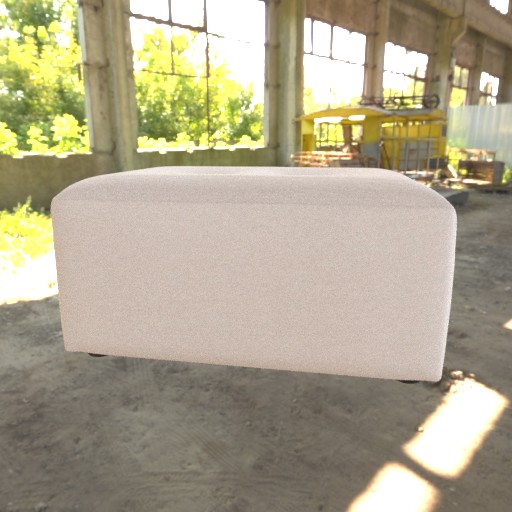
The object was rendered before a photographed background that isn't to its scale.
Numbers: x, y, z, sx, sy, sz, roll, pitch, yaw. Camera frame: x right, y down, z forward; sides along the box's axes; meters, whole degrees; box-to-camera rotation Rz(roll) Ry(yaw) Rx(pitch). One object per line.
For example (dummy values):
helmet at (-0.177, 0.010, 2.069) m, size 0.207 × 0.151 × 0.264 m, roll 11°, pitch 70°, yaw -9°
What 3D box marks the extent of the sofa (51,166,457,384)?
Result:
sofa at (0.000, 0.000, 1.230) m, size 0.930 × 0.470 × 0.480 m, roll 2°, pitch 15°, yaw 9°
